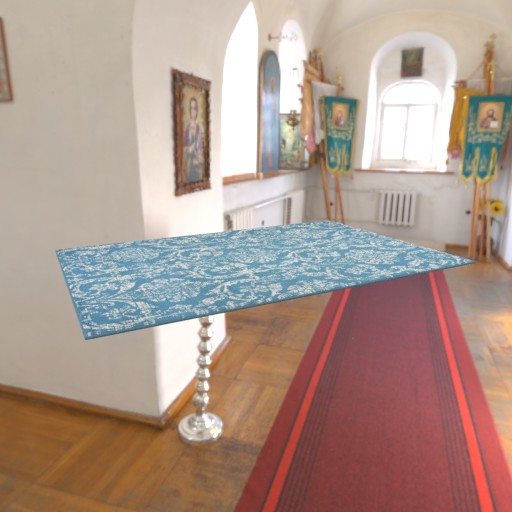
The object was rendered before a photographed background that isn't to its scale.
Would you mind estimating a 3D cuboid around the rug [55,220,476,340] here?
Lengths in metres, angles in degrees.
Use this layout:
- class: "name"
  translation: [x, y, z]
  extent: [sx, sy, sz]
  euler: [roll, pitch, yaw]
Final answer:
- class: "rug"
  translation: [0.000, 0.000, 3.450]
  extent: [2.746, 0.018, 1.816]
  euler: [-8, 17, -27]
